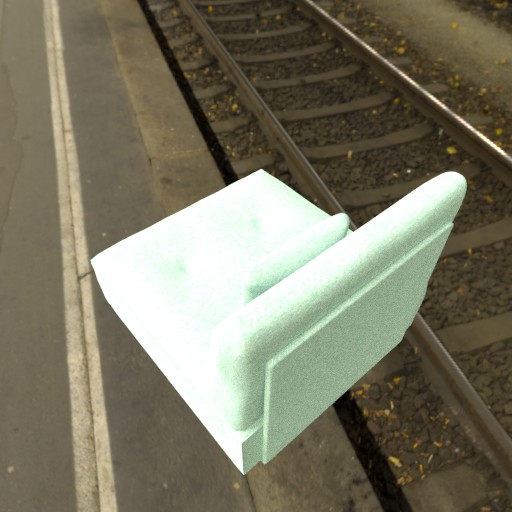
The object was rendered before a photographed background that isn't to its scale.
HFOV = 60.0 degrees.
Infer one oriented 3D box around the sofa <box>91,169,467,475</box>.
[{"bbox_3d":[0.000,0.000,1.668,0.930,0.820,1.000,-32,55,-26],"label":"sofa"}]
